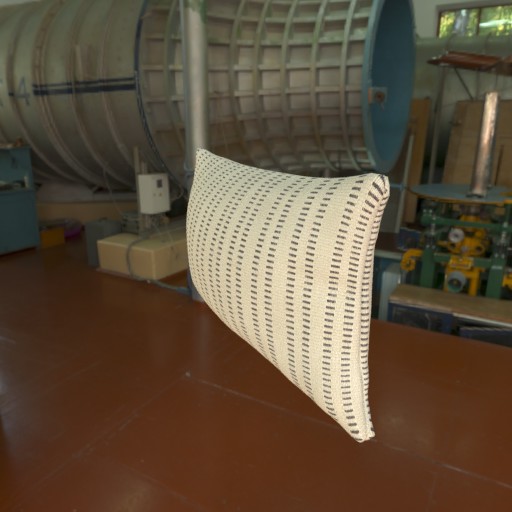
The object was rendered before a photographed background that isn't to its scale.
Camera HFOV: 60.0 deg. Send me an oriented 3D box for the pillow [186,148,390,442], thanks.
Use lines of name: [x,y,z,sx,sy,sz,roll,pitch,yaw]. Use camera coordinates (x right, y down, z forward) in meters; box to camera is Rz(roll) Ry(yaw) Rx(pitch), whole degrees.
pillow: [0.000,0.000,0.804,0.210,0.353,0.640,-8,18,-25]
